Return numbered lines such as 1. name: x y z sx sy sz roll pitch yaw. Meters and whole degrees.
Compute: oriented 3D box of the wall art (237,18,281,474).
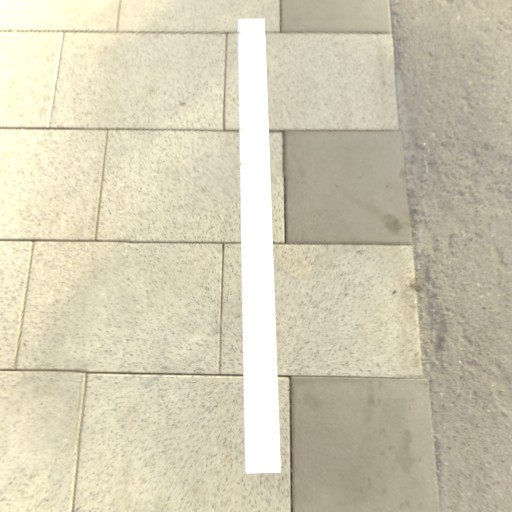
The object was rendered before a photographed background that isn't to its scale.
1. wall art: 0.000 0.000 0.763 0.041 0.407 0.606 -1 75 0
